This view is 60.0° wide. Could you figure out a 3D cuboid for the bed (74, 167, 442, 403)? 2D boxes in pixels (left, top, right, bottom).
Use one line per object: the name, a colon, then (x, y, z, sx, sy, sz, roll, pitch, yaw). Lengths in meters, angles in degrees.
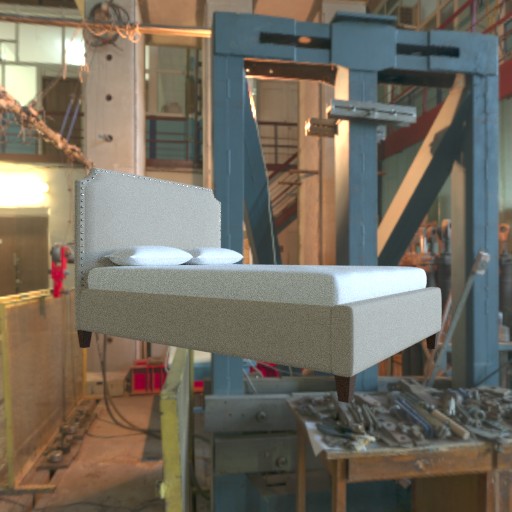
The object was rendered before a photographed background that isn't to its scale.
bed: (0.000, 0.000, 3.489, 2.372, 1.443, 1.713, 0, 0, 36)
